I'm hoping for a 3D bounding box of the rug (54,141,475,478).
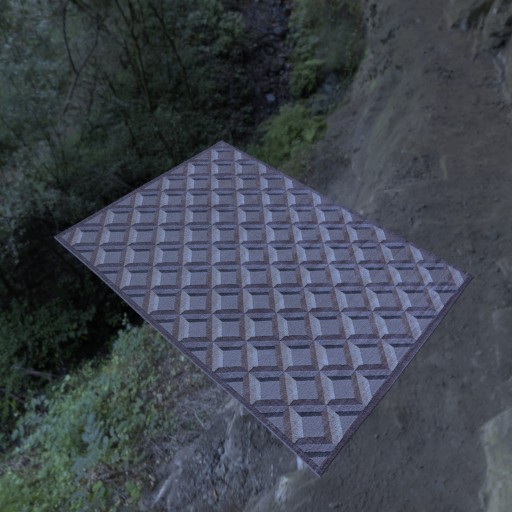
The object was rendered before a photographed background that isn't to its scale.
[{"bbox_3d":[0.000,0.000,2.892,2.260,0.013,1.600,34,56,27],"label":"rug"}]
